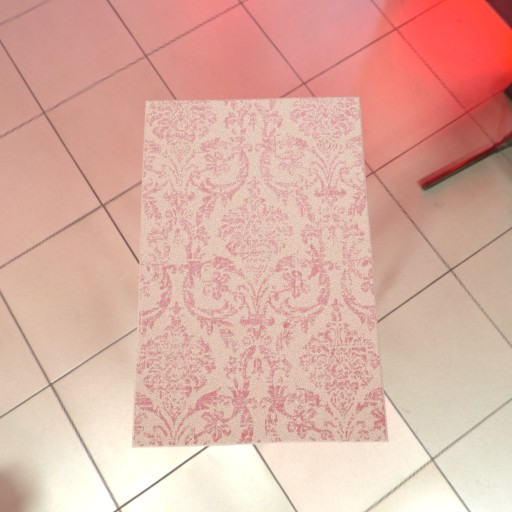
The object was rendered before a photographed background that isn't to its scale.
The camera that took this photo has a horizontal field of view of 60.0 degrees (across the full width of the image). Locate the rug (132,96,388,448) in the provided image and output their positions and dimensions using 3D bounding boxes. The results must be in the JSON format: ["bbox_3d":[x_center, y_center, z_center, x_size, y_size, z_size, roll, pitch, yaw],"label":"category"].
[{"bbox_3d":[0.000,0.000,2.308,1.219,0.012,1.839,-1,77,0],"label":"rug"}]
